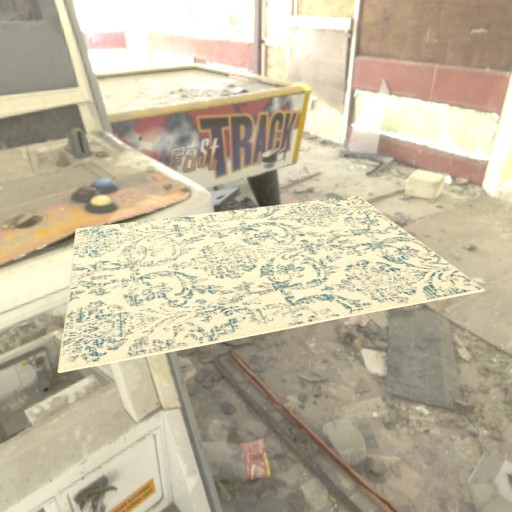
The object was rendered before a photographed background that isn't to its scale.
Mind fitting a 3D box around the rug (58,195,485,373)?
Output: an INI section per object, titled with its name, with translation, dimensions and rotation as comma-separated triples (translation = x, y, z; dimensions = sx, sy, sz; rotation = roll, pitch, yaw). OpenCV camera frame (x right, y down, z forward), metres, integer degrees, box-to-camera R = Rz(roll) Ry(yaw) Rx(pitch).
[rug]
translation = 0.000, 0.000, 2.306
dimensions = 1.831, 0.012, 1.213
rotation = -8, 31, -14
